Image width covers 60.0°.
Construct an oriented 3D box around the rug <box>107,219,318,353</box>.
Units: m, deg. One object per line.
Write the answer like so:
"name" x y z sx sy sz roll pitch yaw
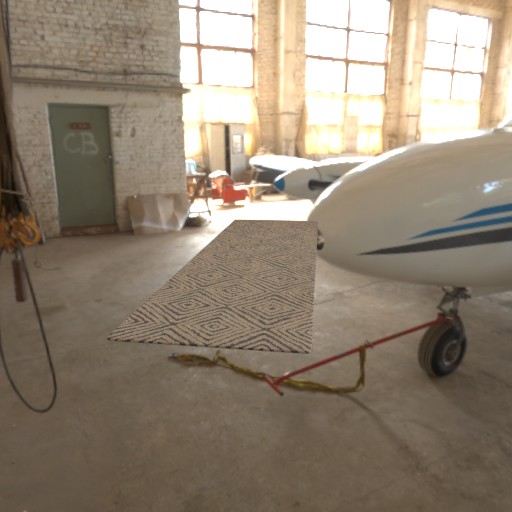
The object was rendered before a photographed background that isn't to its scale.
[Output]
"rug" 0.000 0.000 2.511 0.676 0.008 2.277 2 15 8
